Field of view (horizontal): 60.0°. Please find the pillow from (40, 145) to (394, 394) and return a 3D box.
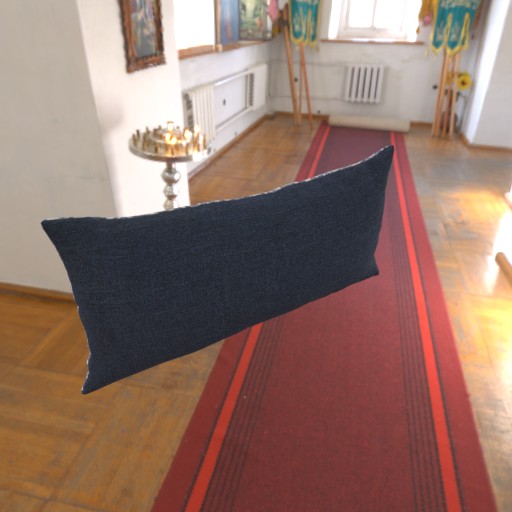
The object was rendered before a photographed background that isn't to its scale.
[{"bbox_3d":[0.000,0.000,0.749,0.631,0.292,0.148,-18,35,-28],"label":"pillow"}]
